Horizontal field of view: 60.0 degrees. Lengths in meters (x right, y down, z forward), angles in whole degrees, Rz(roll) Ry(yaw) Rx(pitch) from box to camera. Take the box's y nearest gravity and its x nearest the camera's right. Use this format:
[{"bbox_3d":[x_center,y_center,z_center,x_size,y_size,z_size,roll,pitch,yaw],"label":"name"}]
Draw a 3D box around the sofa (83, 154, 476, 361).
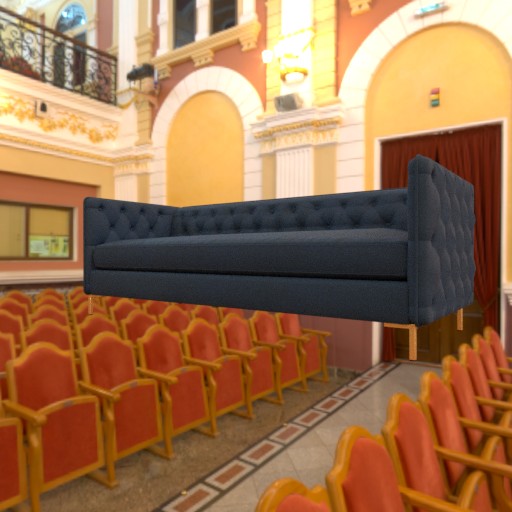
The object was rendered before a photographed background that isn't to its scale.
[{"bbox_3d":[0.000,0.000,2.584,2.209,0.771,0.895,0,1,36],"label":"sofa"}]
